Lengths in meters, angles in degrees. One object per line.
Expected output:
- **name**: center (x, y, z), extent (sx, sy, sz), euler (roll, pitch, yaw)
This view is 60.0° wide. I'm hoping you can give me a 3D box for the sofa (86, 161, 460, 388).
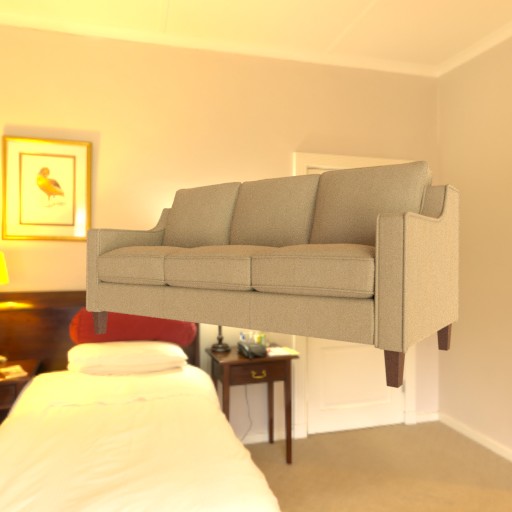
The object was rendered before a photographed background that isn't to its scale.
- **sofa**: center (0.000, 0.000, 2.539), extent (1.986, 0.974, 0.911), euler (0, 1, 36)
